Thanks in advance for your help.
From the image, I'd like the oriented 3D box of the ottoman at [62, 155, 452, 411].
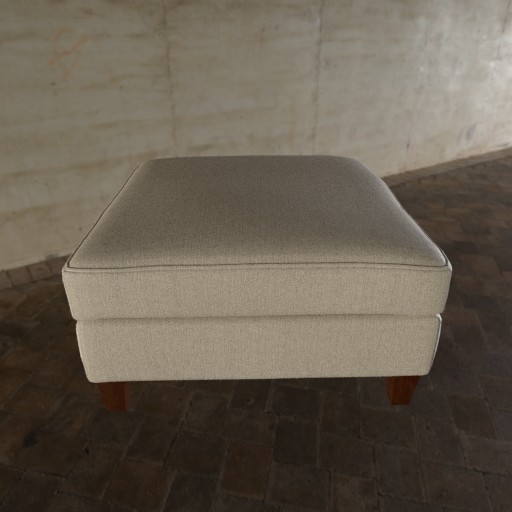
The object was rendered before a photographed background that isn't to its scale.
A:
[{"bbox_3d":[0.000,0.000,1.350,0.838,0.478,0.838,-1,27,-1],"label":"ottoman"}]
